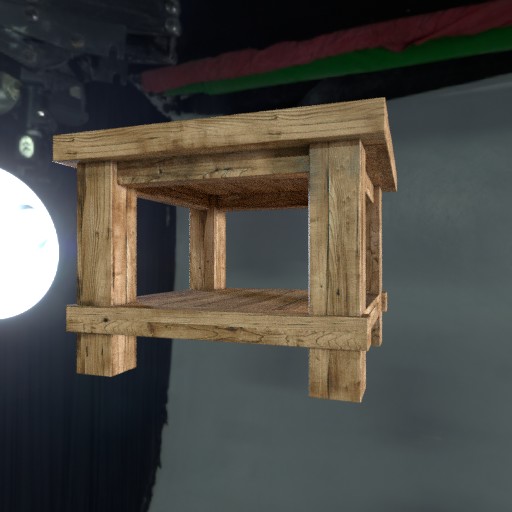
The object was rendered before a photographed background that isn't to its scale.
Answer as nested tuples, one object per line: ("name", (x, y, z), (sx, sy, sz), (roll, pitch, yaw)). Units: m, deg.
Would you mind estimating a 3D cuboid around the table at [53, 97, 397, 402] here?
("table", (0.000, 0.000, 1.032), (0.610, 0.457, 0.610), (0, 0, 19))
